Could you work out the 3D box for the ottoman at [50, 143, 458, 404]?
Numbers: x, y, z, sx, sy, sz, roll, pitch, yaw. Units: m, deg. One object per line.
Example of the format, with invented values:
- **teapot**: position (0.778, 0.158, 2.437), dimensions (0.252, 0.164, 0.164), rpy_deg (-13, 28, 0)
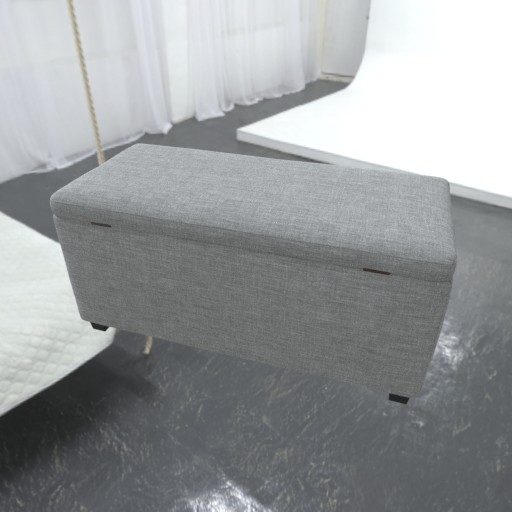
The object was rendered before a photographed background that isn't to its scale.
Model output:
- **ottoman**: position (0.000, 0.000, 1.155), dimensions (0.902, 0.432, 0.419), rpy_deg (10, 34, 15)
